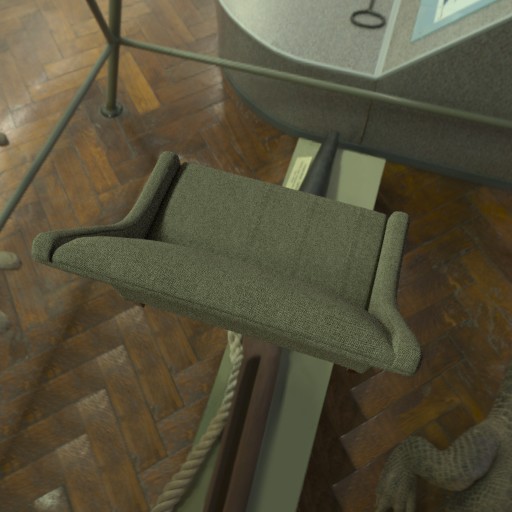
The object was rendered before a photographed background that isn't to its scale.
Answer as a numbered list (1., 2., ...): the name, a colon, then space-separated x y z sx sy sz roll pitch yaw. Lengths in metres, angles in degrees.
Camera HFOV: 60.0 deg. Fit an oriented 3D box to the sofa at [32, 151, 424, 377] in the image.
1. sofa: 0.000 0.000 1.906 1.242 1.021 0.870 16 65 8
